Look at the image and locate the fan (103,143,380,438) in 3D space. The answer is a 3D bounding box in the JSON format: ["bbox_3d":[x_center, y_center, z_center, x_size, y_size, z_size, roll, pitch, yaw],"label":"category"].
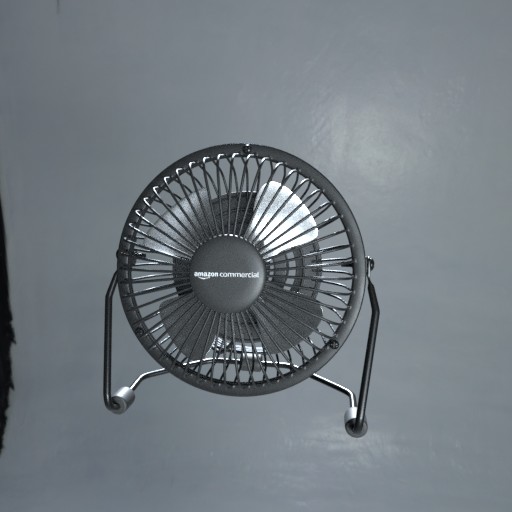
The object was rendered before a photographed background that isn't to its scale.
[{"bbox_3d":[0.000,0.000,0.308,0.153,0.152,0.202,2,14,9],"label":"fan"}]
